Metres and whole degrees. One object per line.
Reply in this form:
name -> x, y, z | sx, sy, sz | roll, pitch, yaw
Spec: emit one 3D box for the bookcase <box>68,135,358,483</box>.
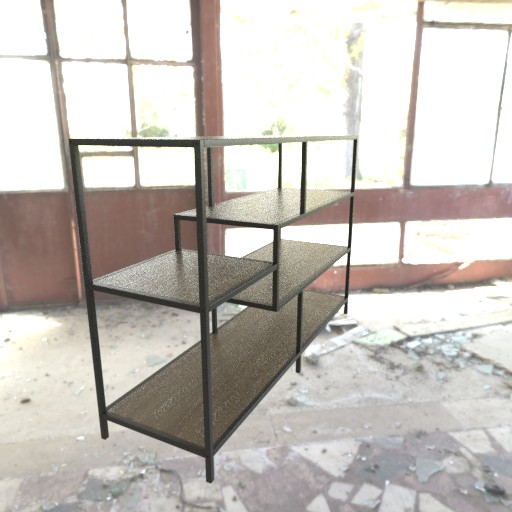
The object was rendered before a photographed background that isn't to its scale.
bookcase -> 0.000, 0.000, 1.497 | 0.350, 0.780, 1.140 | 8, 17, 26
